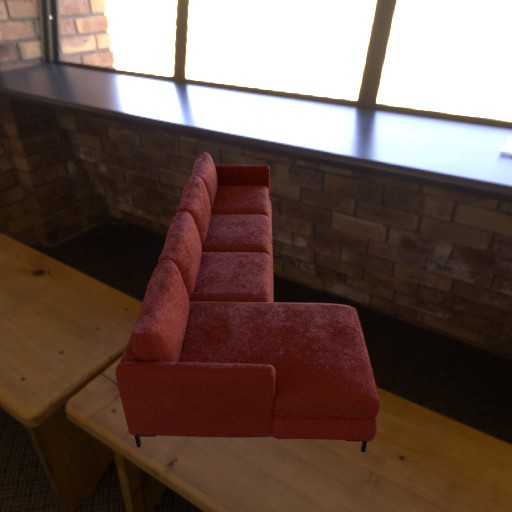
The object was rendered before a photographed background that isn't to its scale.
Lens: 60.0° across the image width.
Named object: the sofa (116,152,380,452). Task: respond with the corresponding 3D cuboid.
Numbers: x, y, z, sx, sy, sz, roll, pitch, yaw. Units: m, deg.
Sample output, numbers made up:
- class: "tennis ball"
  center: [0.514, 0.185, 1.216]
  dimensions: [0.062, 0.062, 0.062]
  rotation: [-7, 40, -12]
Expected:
- class: "sofa"
  center: [0.000, 0.000, 2.933]
  dimensions: [1.136, 0.663, 2.467]
  rotation: [0, 32, 1]
